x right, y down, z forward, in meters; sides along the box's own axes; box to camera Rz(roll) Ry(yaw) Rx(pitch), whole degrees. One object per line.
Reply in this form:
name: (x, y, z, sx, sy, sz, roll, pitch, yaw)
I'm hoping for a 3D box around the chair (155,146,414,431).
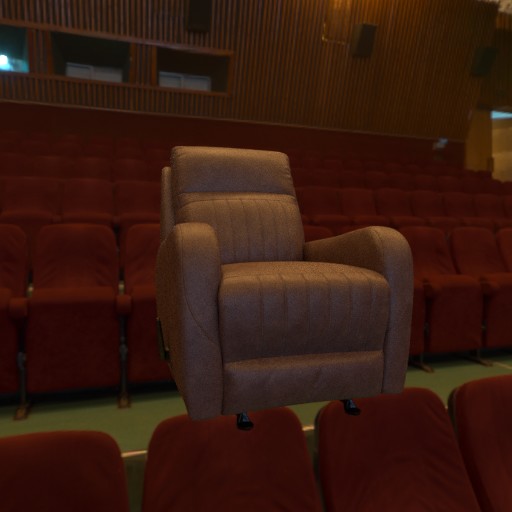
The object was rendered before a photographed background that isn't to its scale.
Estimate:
chair: (0.000, 0.000, 1.849, 0.865, 1.067, 1.067, 0, 1, -19)
